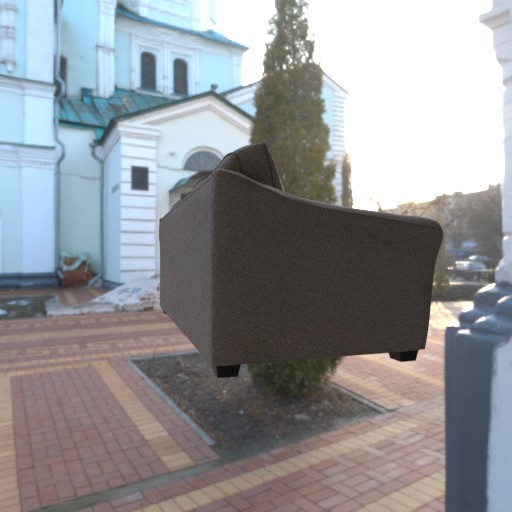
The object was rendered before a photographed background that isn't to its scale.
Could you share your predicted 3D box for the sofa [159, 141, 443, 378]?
[{"bbox_3d":[0.000,0.000,2.729,0.986,0.906,2.270,0,0,-17],"label":"sofa"}]
